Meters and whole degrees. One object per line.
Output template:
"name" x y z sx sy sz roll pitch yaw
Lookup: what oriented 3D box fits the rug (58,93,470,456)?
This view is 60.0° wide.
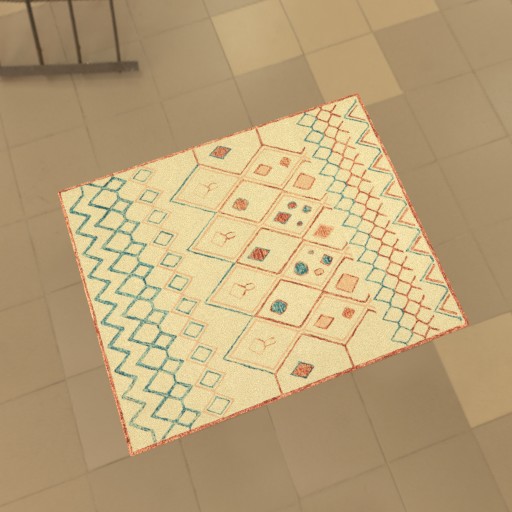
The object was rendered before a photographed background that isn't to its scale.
"rug" 0.000 0.000 3.989 3.050 0.016 2.441 -20 77 -5
